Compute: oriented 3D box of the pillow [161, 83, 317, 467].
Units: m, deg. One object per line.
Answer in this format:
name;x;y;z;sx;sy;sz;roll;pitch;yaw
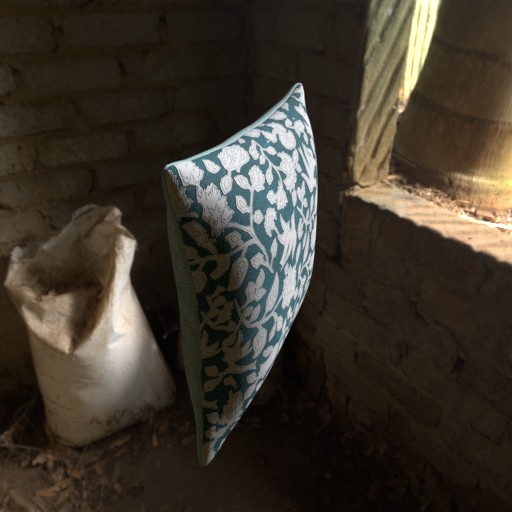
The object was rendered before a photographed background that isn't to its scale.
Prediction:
pillow;0.000;0.000;0.801;0.166;0.508;0.525;11;33;17
